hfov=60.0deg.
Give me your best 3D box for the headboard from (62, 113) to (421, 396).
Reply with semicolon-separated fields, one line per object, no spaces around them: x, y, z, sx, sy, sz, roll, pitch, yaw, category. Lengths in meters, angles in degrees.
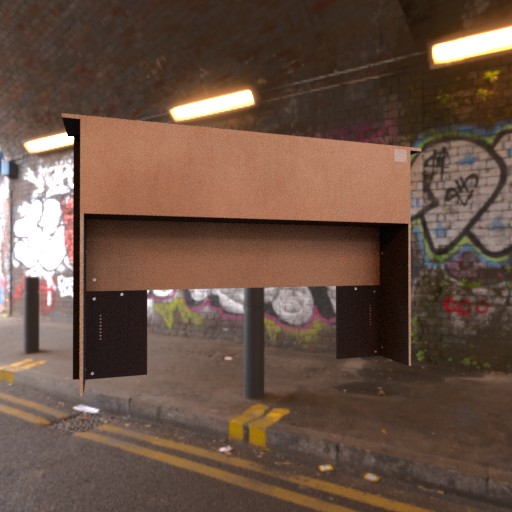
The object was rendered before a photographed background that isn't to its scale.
0.000;0.000;2.099;1.671;1.092;0.279;0;-1;-19;headboard
